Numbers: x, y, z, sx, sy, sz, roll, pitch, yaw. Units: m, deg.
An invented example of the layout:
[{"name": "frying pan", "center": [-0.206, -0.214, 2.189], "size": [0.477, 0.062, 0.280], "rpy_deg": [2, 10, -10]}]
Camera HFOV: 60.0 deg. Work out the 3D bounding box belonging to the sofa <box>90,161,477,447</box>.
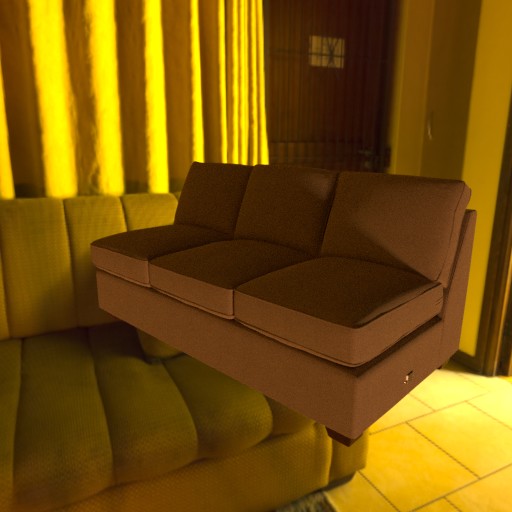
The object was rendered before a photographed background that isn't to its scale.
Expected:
[{"name": "sofa", "center": [0.000, 0.000, 2.657], "size": [2.092, 1.036, 1.127], "rpy_deg": [14, 20, 42]}]
